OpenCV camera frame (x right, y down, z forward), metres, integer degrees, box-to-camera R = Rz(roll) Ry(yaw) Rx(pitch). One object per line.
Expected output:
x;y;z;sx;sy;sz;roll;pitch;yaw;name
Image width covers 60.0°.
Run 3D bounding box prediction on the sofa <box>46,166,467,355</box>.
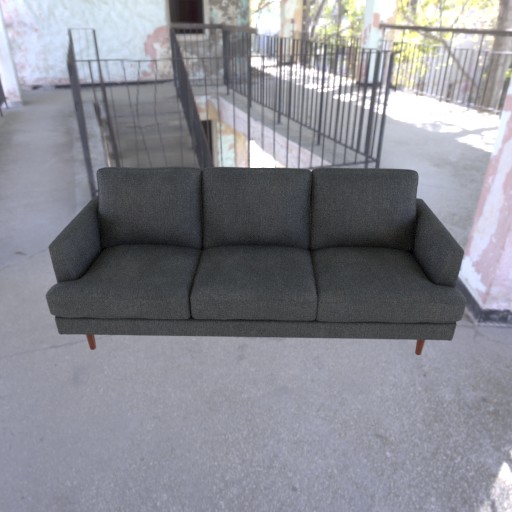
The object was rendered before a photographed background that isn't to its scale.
0.000;0.000;2.702;2.246;0.930;0.903;1;29;1;sofa
